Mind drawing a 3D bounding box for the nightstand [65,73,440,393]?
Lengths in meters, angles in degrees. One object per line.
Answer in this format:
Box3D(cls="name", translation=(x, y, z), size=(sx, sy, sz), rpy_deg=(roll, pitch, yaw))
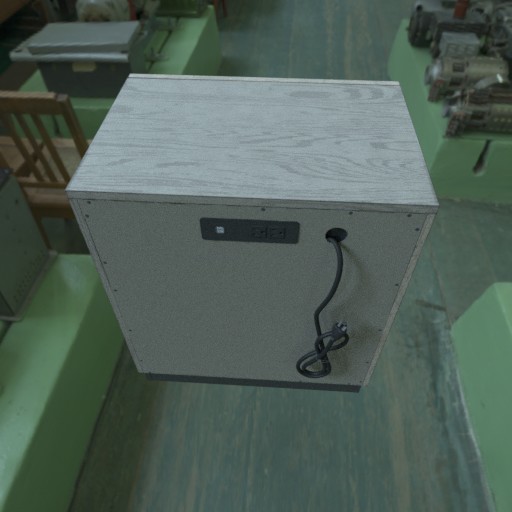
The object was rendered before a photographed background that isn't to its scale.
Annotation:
Box3D(cls="nightstand", translation=(0.000, 0.000, 1.088), size=(0.612, 0.673, 0.483), rpy_deg=(3, 48, 2))
